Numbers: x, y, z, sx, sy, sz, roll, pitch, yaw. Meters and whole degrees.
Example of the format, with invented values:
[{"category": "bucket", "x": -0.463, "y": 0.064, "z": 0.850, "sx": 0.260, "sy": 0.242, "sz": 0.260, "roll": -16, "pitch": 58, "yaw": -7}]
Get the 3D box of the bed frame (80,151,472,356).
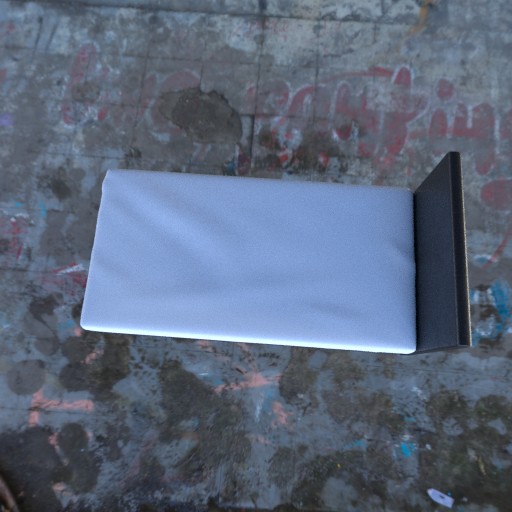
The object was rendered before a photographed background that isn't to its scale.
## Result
[{"category": "bed frame", "x": 0.000, "y": 0.000, "z": 2.574, "sx": 2.152, "sy": 1.046, "sz": 1.038, "roll": 4, "pitch": 75, "yaw": 1}]
